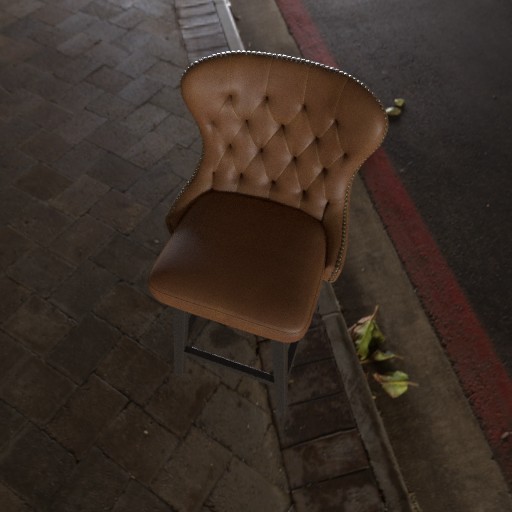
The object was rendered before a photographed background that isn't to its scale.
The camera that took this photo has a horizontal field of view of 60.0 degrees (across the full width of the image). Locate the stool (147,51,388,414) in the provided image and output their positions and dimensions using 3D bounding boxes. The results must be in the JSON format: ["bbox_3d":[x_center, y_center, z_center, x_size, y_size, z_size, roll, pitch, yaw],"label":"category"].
[{"bbox_3d":[0.000,0.000,1.344,0.528,0.971,0.593,16,58,10],"label":"stool"}]
